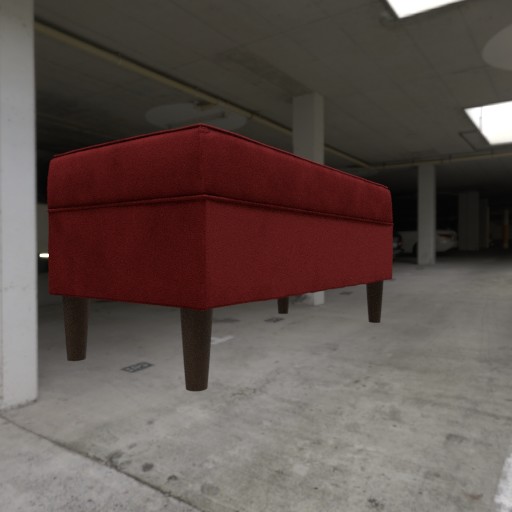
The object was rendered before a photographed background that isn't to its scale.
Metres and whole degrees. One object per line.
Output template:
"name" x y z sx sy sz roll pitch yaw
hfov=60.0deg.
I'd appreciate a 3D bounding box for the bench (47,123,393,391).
"bench" 0.000 0.000 1.289 0.492 0.471 1.016 1 1 35
